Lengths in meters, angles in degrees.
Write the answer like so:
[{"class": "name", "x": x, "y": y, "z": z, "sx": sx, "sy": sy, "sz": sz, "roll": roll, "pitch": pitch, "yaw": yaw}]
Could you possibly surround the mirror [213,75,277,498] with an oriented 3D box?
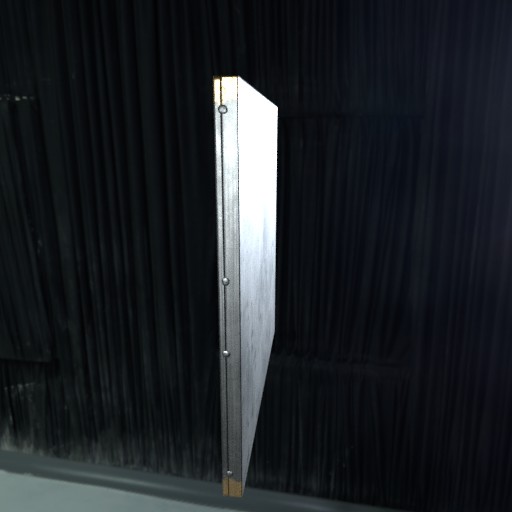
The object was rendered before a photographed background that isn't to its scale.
[{"class": "mirror", "x": 0.000, "y": 0.000, "z": 0.562, "sx": 0.020, "sy": 0.381, "sz": 0.382, "roll": 2, "pitch": 15, "yaw": 7}]
